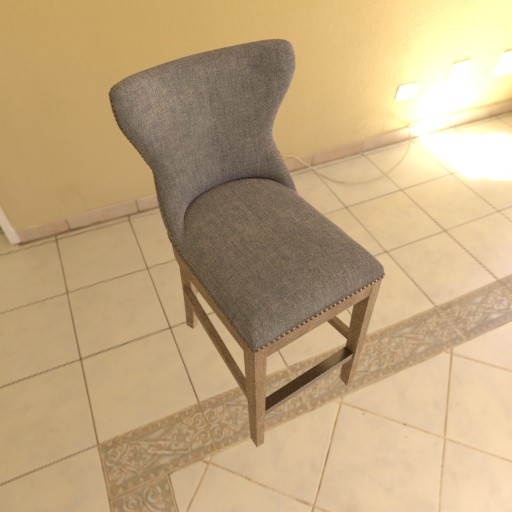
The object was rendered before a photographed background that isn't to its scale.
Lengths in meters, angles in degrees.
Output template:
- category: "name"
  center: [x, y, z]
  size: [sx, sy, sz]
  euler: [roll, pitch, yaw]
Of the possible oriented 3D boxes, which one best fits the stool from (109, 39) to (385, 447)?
- category: "stool"
  center: [0.000, 0.000, 1.278]
  size: [0.498, 0.981, 0.608]
  euler: [-26, 52, -22]
